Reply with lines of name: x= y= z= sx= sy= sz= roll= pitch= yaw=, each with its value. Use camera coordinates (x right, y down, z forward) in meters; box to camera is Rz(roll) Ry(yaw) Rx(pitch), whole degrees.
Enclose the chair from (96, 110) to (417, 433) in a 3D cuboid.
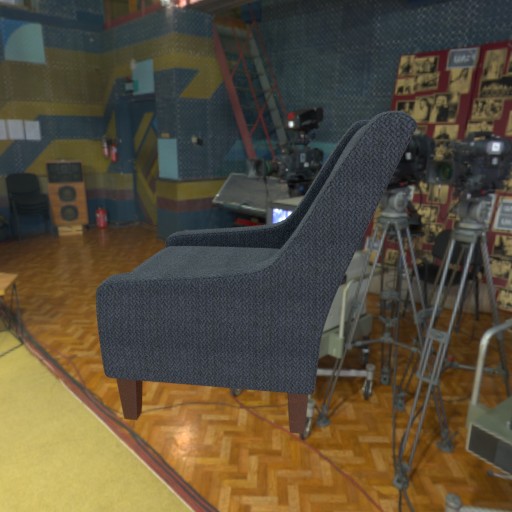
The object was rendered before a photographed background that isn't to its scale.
chair: x=0.000 y=0.000 z=1.689 sx=0.944 sy=1.012 sz=0.793 roll=2 pitch=15 yaw=7
